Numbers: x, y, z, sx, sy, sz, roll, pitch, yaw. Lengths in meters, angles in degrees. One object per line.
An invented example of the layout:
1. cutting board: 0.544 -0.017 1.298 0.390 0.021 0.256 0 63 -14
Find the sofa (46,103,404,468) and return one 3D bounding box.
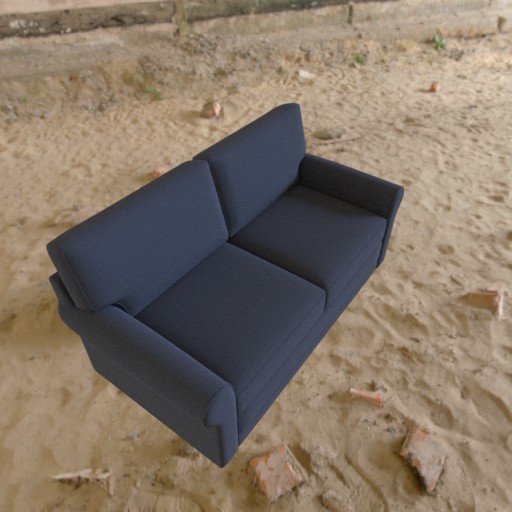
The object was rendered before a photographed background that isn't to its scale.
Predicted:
1. sofa: 0.000 0.000 2.486 0.940 1.020 1.930 26 48 26
